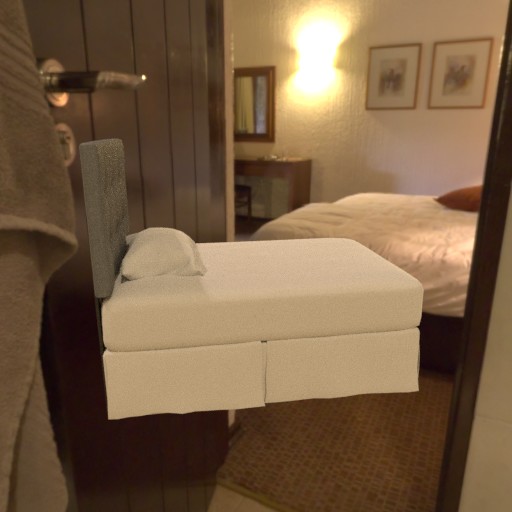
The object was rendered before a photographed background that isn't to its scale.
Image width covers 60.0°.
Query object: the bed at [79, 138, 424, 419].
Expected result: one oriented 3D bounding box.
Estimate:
[{"bbox_3d":[0.000,0.000,3.086,1.997,1.571,1.261,-3,16,-9],"label":"bed"}]
